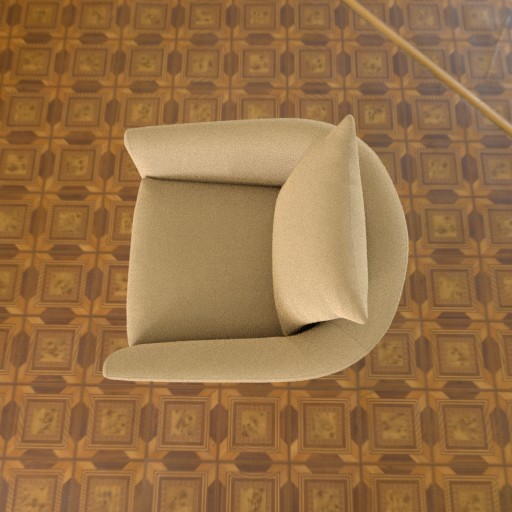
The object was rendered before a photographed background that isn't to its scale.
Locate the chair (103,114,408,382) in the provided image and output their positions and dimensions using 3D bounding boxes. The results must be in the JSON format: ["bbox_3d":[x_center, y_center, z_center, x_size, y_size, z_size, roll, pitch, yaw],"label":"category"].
[{"bbox_3d":[0.000,0.000,1.549,0.910,0.848,0.845,0,75,0],"label":"chair"}]
